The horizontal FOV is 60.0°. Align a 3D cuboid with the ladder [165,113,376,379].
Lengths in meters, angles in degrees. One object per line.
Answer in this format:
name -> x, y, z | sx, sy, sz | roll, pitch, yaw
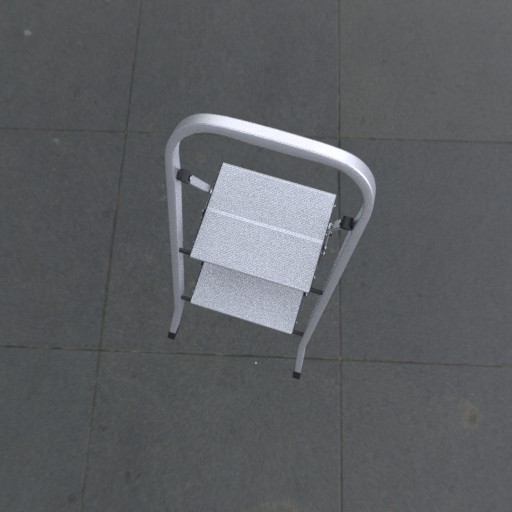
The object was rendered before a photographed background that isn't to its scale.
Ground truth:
ladder -> 0.000, 0.000, 1.141 | 0.465, 0.830, 0.530 | 17, 77, 4
